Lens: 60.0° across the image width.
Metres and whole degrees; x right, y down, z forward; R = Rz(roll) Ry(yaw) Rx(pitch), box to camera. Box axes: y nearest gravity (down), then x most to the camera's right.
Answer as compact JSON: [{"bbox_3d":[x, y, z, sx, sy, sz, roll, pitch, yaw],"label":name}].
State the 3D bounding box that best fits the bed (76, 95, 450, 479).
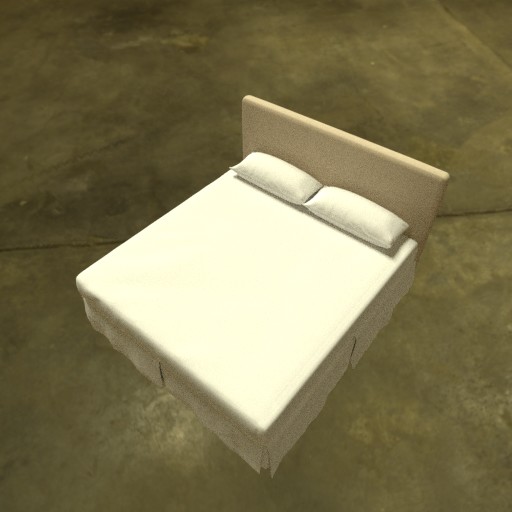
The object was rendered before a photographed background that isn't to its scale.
[{"bbox_3d":[0.000,0.000,3.664,2.119,1.317,2.319,31,54,26],"label":"bed"}]
